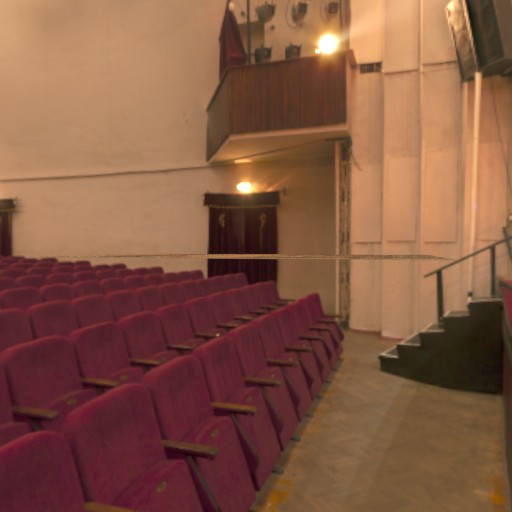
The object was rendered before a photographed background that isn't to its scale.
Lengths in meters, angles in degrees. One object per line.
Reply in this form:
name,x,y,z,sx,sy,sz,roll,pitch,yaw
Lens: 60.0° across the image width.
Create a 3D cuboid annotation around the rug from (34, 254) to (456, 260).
rug,0.000,0.000,3.031,2.363,0.004,1.566,0,1,19
